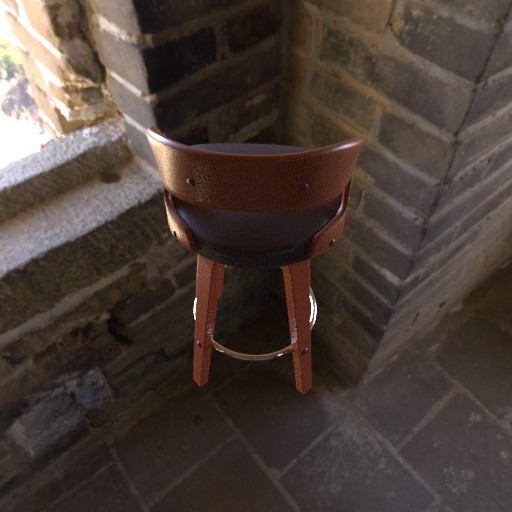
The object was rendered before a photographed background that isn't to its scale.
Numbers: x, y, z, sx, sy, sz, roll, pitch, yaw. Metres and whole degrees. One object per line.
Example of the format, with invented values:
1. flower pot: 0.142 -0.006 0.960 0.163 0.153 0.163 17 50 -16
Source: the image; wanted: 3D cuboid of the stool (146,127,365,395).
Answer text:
1. stool: 0.000 0.000 1.182 0.457 0.940 0.457 3 48 3
